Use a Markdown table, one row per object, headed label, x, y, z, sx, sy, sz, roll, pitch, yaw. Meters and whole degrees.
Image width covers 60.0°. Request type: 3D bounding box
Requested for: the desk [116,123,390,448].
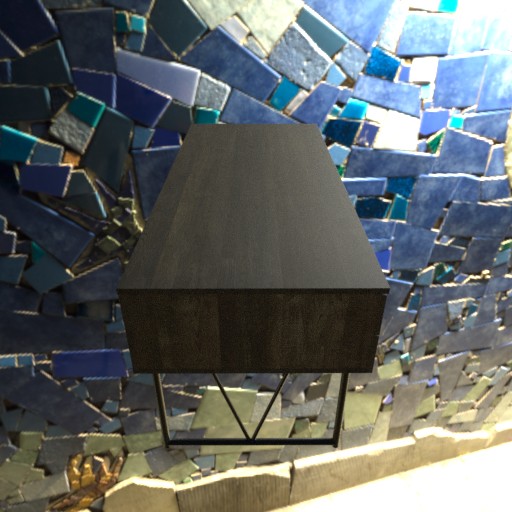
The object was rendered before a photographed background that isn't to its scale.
| label | x | y | z | sx | sy | sz | roll | pitch | yaw |
| --- | --- | --- | --- | --- | --- | --- | --- | --- | --- |
| desk | 0.000 | 0.000 | 2.035 | 0.730 | 0.780 | 1.600 | 0 | 31 | 0 |
